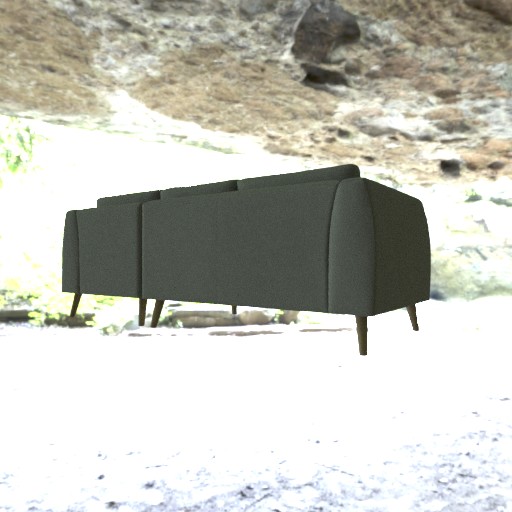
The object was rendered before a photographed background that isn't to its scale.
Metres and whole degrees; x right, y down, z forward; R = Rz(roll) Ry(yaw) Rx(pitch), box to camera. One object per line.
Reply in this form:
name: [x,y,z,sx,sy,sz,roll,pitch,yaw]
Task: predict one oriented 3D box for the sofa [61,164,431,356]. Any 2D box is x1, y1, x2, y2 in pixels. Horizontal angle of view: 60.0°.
sofa: [0.000,0.000,3.099,2.300,0.860,1.580,0,0,35]
